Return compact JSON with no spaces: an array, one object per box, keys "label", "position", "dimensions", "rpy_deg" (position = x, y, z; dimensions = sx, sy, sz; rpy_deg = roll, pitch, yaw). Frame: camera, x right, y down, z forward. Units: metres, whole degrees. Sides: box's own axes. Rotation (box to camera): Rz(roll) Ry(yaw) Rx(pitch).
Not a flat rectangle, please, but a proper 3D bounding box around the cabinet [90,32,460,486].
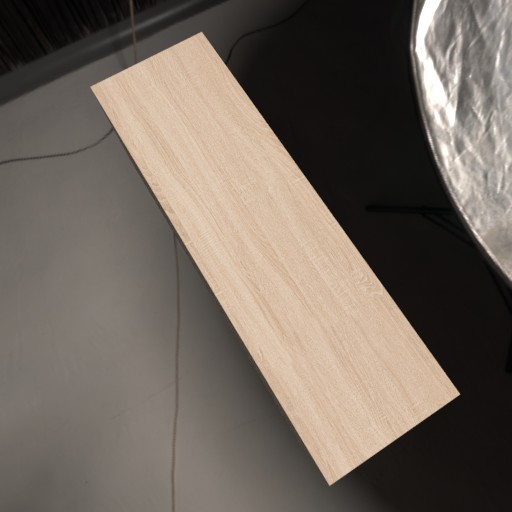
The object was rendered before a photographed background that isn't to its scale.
[{"label":"cabinet","position":[0.000,0.000,1.937],"dimensions":[0.500,0.780,1.649],"rpy_deg":[-31,76,-9]}]
